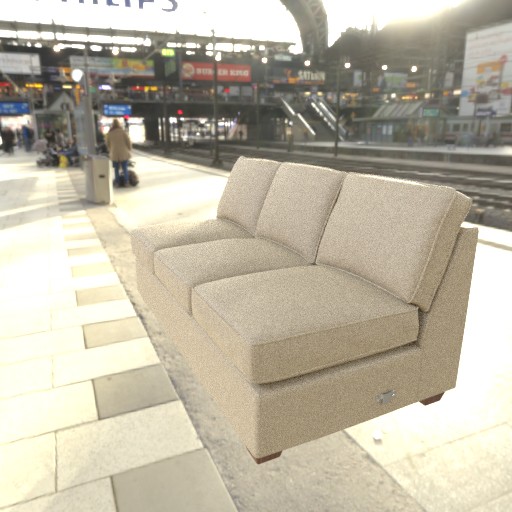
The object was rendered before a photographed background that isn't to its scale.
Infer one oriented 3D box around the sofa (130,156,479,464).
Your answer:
[{"bbox_3d":[0.000,0.000,2.445,1.027,0.973,1.962,-8,17,-25],"label":"sofa"}]
